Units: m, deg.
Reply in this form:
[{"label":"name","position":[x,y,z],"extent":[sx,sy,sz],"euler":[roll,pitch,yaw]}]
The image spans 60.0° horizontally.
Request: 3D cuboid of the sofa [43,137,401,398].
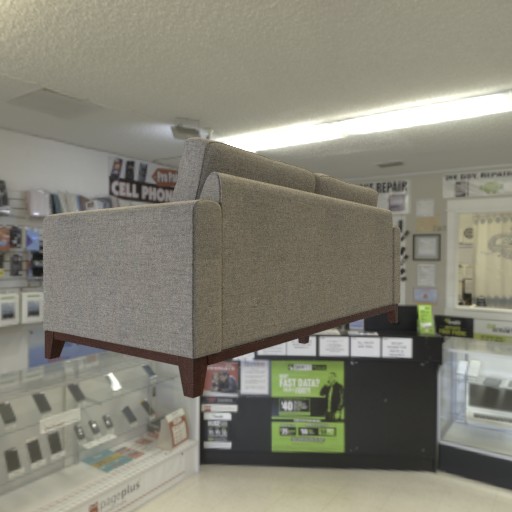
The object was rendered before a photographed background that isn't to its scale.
[{"label":"sofa","position":[0.000,0.000,2.465],"extent":[0.969,0.892,1.978],"euler":[0,1,37]}]
